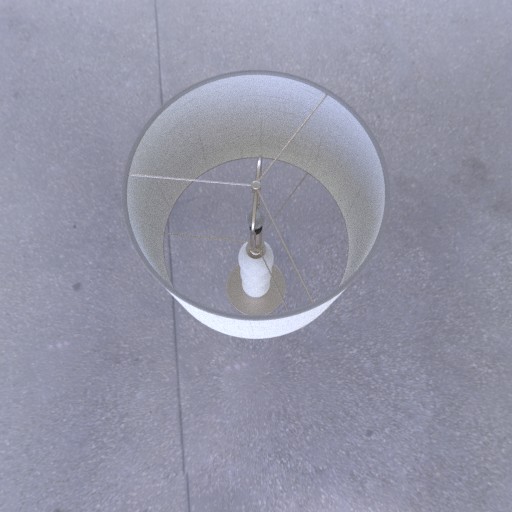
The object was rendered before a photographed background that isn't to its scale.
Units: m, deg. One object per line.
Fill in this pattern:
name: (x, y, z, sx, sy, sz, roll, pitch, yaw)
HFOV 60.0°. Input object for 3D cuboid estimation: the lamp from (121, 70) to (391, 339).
lamp: (0.000, 0.000, 0.728, 0.280, 0.559, 0.282, 5, 75, 1)
